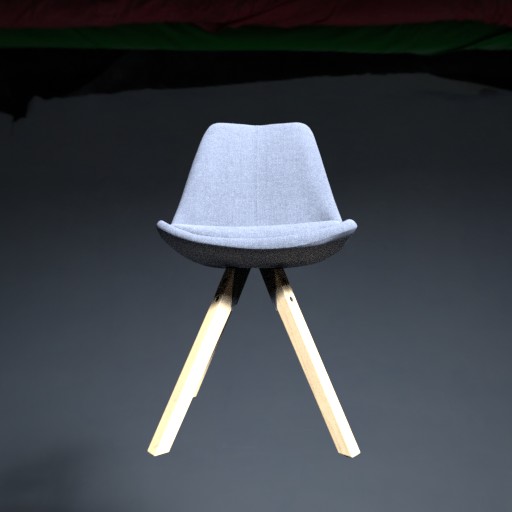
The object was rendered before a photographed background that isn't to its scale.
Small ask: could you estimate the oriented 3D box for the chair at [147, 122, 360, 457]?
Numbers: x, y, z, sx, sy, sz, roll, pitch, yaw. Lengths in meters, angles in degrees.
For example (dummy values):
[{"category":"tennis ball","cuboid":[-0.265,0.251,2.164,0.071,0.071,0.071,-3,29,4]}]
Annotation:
[{"category":"chair","cuboid":[0.000,0.000,1.166,0.485,0.850,0.550,0,0,1]}]
